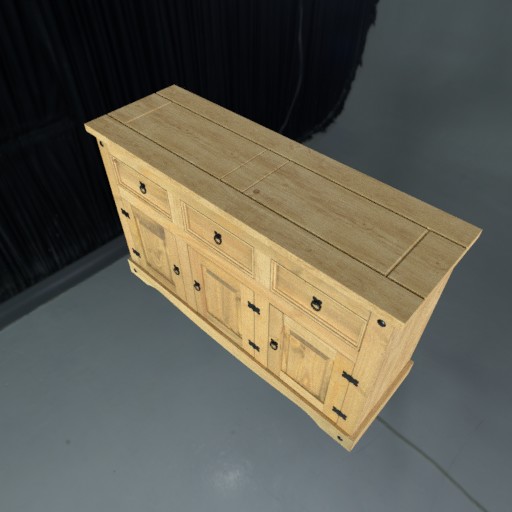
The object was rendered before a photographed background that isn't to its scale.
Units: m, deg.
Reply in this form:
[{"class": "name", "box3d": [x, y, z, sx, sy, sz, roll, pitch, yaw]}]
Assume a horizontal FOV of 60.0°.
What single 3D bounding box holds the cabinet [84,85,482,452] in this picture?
[{"class": "cabinet", "box3d": [0.000, 0.000, 1.729, 1.321, 0.810, 0.432, 33, 55, 28]}]
